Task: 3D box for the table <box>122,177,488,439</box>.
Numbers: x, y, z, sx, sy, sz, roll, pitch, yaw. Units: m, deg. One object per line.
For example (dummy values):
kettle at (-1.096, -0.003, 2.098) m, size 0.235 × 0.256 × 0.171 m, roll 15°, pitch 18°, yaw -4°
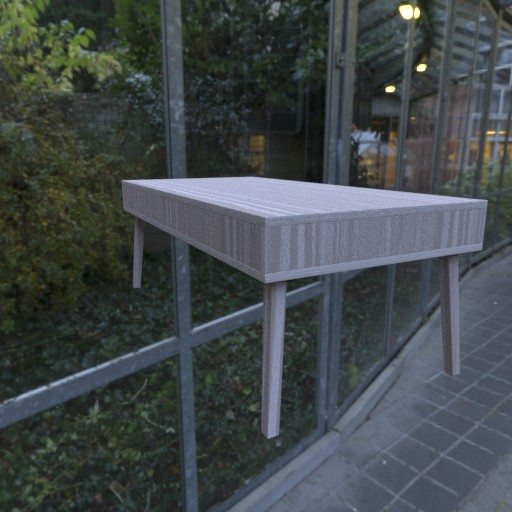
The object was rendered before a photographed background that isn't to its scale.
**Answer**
table at (0.000, 0.000, 1.472) m, size 0.600 × 0.450 × 1.200 m, roll -7°, pitch 15°, yaw -27°
